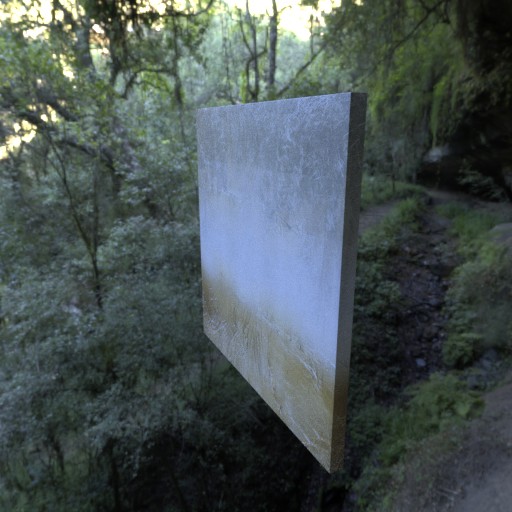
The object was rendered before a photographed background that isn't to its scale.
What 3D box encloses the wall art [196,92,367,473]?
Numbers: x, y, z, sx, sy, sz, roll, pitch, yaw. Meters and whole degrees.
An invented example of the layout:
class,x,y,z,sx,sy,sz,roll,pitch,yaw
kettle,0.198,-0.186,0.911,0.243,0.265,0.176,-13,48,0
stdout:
class,x,y,z,sx,sy,sz,roll,pitch,yaw
wall art,0.000,0.000,1.676,0.051,1.091,1.092,-8,18,-26
